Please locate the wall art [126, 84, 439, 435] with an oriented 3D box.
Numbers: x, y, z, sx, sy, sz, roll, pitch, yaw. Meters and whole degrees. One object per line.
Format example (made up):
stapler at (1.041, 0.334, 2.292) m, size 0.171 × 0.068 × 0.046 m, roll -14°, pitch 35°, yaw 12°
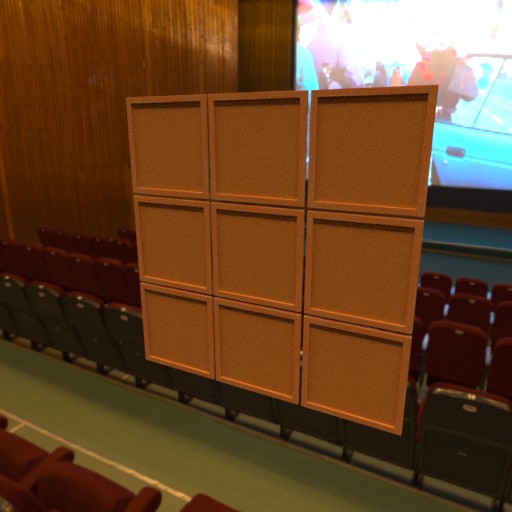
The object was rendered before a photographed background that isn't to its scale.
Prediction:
wall art at (0.000, 0.000, 1.309) m, size 0.911 × 0.910 × 0.012 m, roll 8°, pitch 18°, yaw 27°
